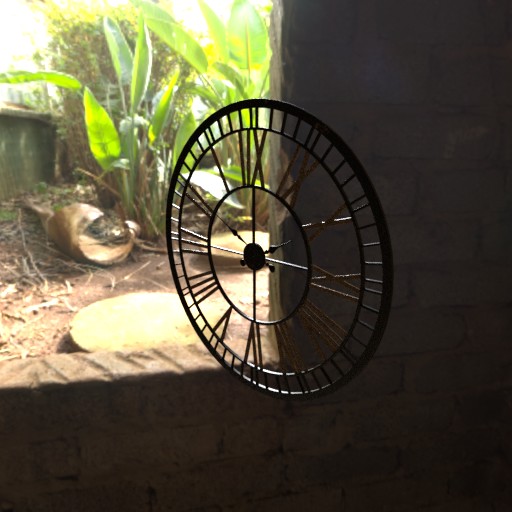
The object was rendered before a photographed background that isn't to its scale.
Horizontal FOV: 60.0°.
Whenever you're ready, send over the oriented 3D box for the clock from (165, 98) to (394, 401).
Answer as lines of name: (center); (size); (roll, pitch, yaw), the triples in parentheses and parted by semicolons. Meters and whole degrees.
clock: (0.000, 0.000, 1.258); (0.843, 0.843, 0.025); (14, 21, 42)
